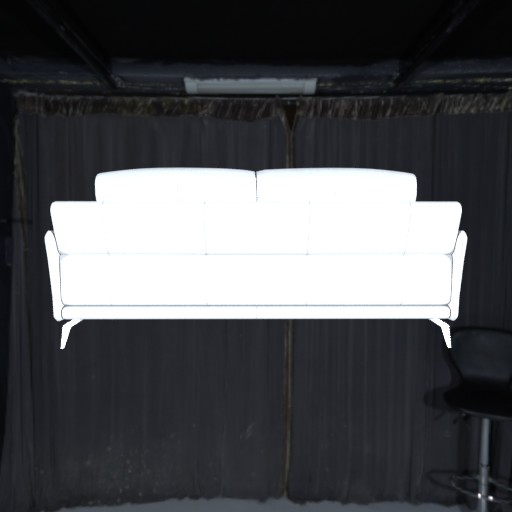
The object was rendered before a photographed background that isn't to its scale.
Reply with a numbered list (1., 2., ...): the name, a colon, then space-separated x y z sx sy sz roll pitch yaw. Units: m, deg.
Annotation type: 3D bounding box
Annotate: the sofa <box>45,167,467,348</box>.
1. sofa: 0.000 0.000 2.673 2.101 0.930 1.049 0 2 0
